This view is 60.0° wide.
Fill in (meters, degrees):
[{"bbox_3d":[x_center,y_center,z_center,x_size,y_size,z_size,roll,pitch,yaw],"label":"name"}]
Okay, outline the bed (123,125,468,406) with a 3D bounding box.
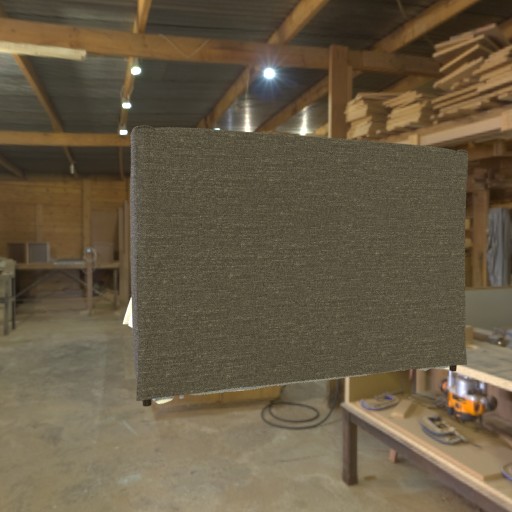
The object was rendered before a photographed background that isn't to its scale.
[{"bbox_3d":[0.000,0.000,3.393,1.925,1.332,2.276,-1,2,-18],"label":"bed"}]
